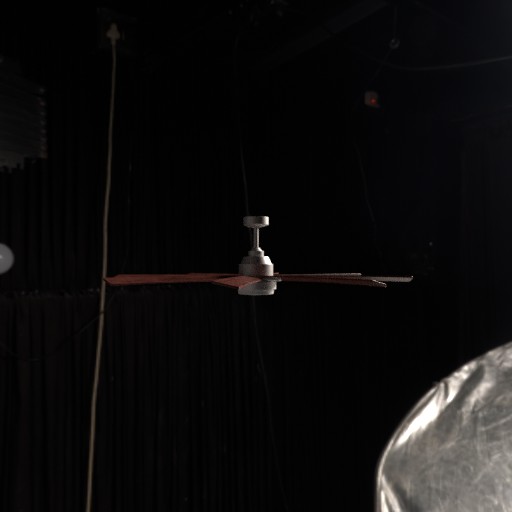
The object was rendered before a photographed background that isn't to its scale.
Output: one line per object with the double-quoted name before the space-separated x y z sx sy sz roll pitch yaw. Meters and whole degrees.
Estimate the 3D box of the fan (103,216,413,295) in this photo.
"fan" 0.000 0.000 2.718 1.830 0.472 1.830 1 -1 -37
